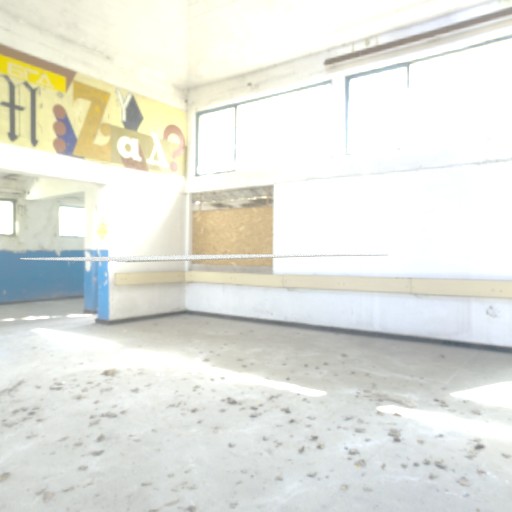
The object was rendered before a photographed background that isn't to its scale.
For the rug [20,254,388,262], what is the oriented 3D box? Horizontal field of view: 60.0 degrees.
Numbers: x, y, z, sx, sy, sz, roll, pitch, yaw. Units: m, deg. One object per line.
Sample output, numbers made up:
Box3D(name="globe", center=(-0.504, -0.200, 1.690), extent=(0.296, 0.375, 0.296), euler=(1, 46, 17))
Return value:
Box3D(name="rug", center=(0.000, 0.000, 2.567), extent=(0.712, 0.013, 2.346), euler=(1, 1, 37))
